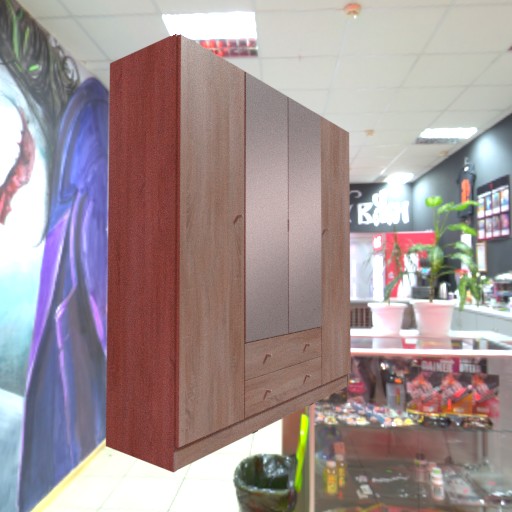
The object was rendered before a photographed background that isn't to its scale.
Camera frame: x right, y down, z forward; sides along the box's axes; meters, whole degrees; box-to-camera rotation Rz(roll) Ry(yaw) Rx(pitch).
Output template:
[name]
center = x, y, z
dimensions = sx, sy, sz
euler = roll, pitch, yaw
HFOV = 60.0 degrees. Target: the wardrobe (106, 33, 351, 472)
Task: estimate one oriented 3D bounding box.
[wardrobe]
center = 0.000, 0.000, 3.119
dimensions = 0.598, 2.159, 1.998
euler = -1, -2, 36
